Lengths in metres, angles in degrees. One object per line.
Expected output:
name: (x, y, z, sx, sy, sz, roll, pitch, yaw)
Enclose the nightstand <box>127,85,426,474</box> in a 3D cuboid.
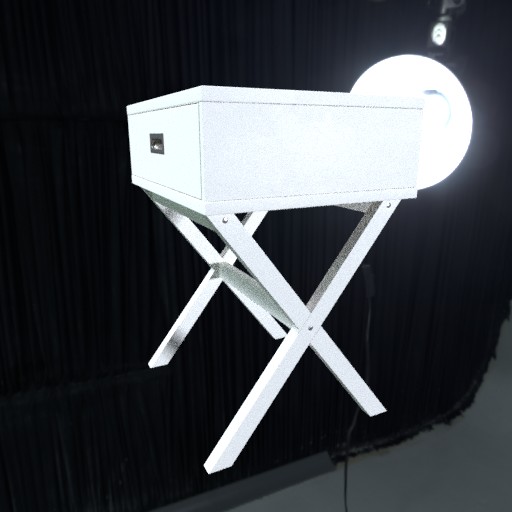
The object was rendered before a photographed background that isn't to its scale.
nightstand: (0.000, 0.000, 0.947, 0.402, 0.623, 0.479, -8, 17, -26)
